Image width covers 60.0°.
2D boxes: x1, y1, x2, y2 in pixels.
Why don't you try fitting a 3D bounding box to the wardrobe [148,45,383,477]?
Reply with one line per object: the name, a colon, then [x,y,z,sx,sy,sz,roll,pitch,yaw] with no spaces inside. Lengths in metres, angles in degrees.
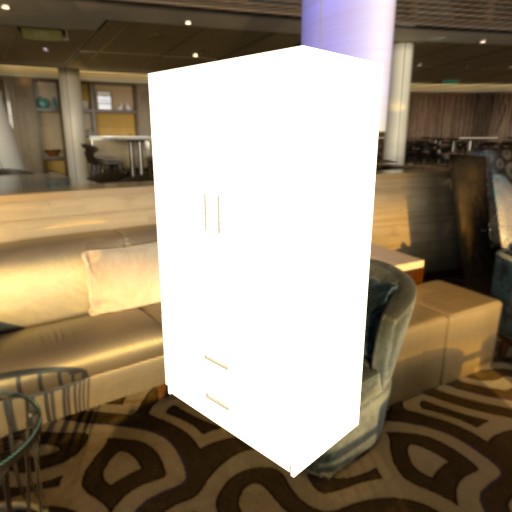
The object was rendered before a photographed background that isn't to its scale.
wardrobe: [0.000,0.000,2.300,0.991,1.808,0.577,14,20,43]
